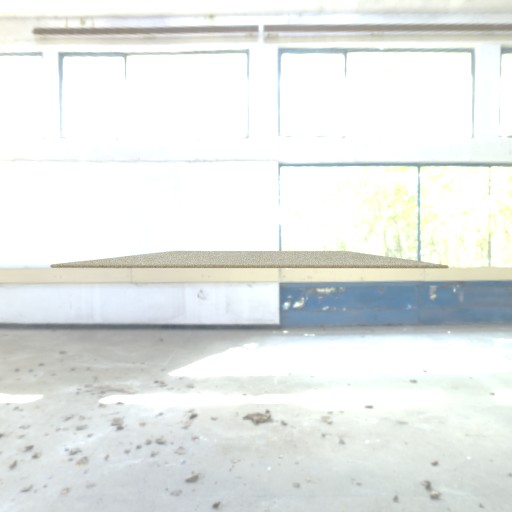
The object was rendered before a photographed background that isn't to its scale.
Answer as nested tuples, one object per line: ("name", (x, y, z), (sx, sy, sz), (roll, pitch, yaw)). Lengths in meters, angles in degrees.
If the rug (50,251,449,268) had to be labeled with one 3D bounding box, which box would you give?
("rug", (0.000, 0.000, 2.278), (1.240, 0.010, 1.824), (0, 2, 2))
